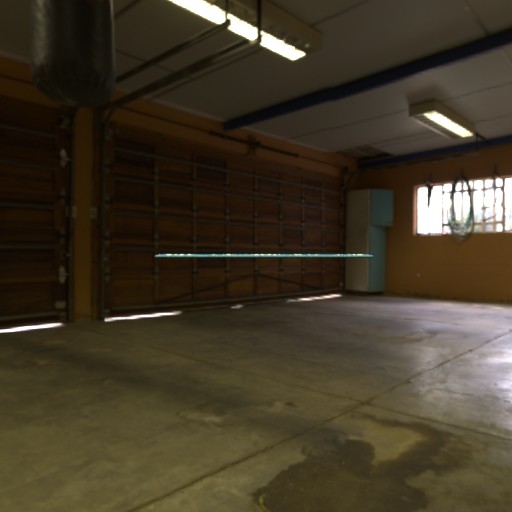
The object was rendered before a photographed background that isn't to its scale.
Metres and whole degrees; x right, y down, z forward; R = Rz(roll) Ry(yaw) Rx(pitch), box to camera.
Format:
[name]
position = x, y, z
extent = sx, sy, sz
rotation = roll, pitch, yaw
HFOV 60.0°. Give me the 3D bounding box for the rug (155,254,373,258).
[rug]
position = 0.000, 0.000, 2.434
extent = 0.662, 0.011, 2.196
rotation = 0, 0, -1
